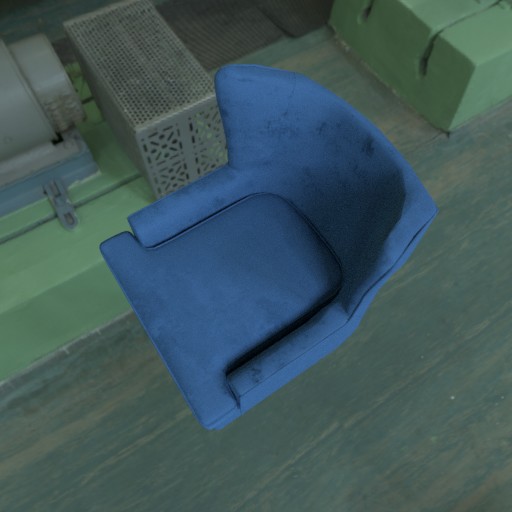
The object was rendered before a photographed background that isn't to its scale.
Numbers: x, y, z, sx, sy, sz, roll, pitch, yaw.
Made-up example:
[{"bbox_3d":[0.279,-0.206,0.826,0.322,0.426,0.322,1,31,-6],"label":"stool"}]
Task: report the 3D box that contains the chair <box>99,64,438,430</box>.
[{"bbox_3d":[0.000,0.000,1.570,0.910,0.952,0.793,-31,68,-14],"label":"chair"}]
